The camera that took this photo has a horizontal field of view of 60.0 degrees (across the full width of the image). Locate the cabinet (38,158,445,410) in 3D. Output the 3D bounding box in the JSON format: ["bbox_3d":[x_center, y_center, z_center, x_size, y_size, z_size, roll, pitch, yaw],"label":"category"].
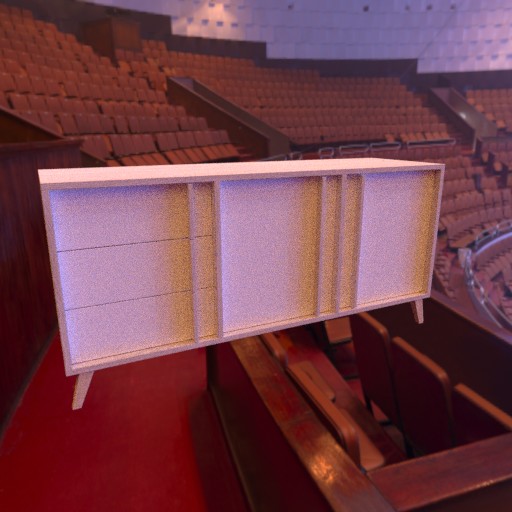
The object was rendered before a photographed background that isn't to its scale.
[{"bbox_3d":[0.000,0.000,1.969,1.649,0.780,0.500,-8,18,-25],"label":"cabinet"}]
